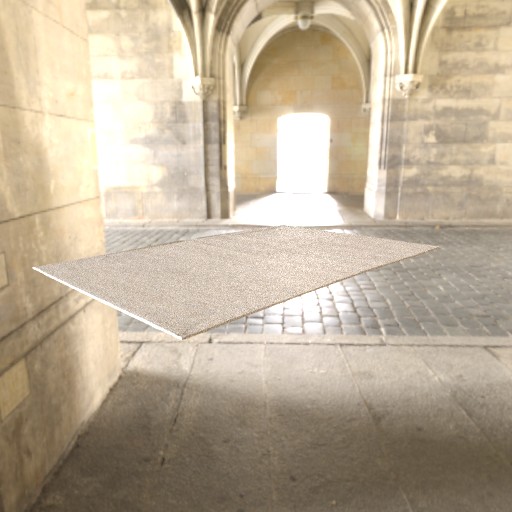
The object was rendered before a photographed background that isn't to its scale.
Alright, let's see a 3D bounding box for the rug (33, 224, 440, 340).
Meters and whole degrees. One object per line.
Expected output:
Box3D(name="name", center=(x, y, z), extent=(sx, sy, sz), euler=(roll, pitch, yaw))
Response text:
Box3D(name="rug", center=(0.000, 0.000, 2.317), extent=(1.179, 0.022, 1.820), euler=(13, 18, 43))
